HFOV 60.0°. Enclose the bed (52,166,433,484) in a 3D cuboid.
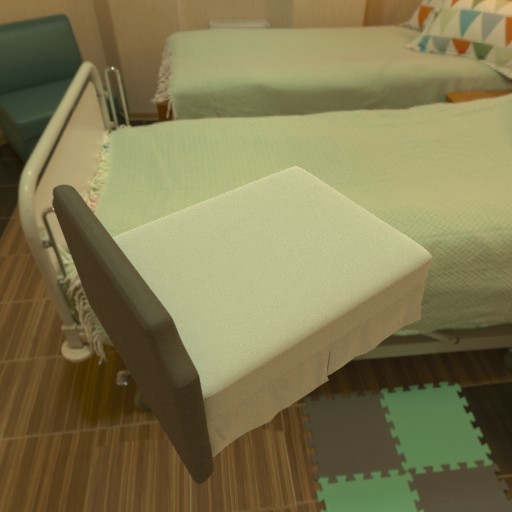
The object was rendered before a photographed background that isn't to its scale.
[{"bbox_3d":[0.000,0.000,3.252,2.181,1.297,1.831,-26,48,-26],"label":"bed"}]
